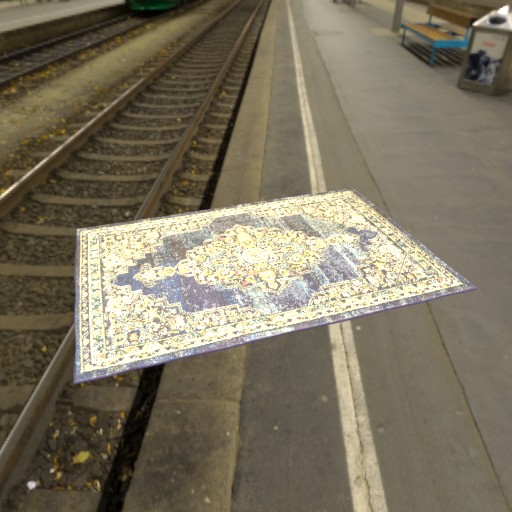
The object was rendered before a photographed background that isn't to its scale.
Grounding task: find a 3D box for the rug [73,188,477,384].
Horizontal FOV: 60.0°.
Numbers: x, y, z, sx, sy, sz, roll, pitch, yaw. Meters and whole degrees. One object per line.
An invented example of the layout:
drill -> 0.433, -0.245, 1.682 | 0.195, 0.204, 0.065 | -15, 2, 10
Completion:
rug -> 0.000, 0.000, 2.291 | 1.781, 0.012, 1.184 | -10, 35, -15
